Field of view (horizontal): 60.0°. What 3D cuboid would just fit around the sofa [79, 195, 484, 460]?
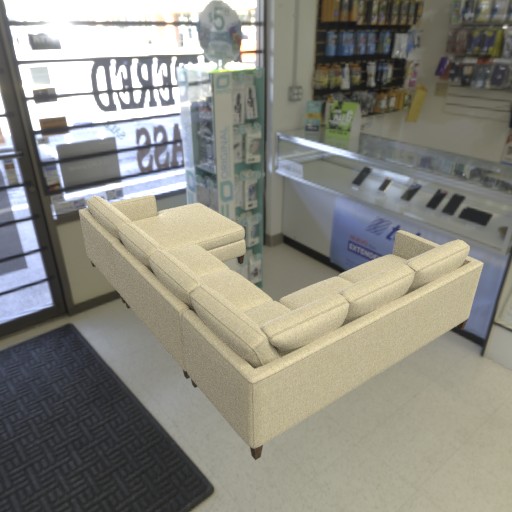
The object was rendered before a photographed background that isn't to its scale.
[{"bbox_3d":[0.000,0.000,4.543,2.551,0.889,3.403,-19,33,-32],"label":"sofa"}]
